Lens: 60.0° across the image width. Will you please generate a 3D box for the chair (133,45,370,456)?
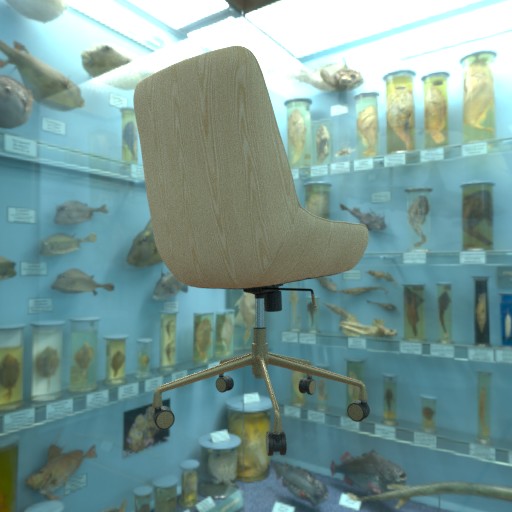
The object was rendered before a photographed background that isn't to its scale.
[{"bbox_3d":[0.000,0.000,1.326,0.564,0.952,0.668,-1,-2,36],"label":"chair"}]
